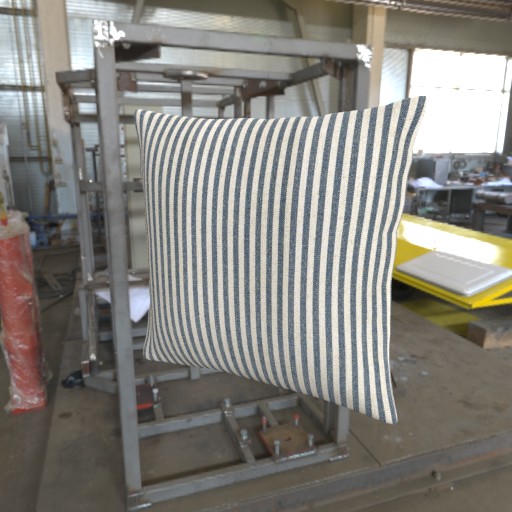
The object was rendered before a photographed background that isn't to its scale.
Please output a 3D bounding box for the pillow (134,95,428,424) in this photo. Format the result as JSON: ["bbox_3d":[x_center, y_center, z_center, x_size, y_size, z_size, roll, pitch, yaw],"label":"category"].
[{"bbox_3d":[0.000,0.000,0.778,0.523,0.510,0.166,7,15,25],"label":"pillow"}]
